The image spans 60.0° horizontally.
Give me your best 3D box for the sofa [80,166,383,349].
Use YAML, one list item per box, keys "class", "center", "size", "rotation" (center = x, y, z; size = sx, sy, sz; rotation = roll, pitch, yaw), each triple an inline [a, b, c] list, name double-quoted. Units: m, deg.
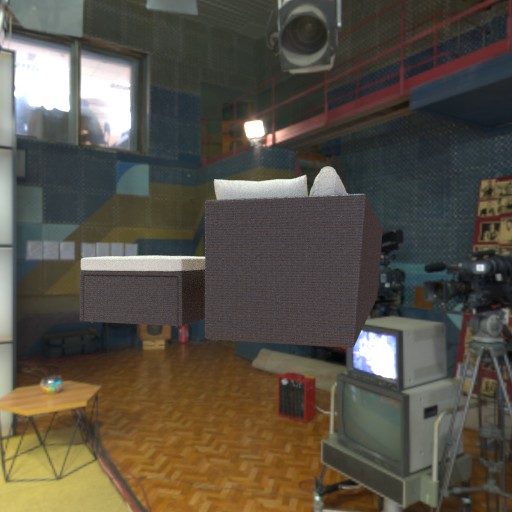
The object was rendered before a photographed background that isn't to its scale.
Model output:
- class: "sofa"
  center: [0.000, 0.000, 3.038]
  size: [1.612, 0.766, 2.192]
  rotation: [0, 0, 17]
